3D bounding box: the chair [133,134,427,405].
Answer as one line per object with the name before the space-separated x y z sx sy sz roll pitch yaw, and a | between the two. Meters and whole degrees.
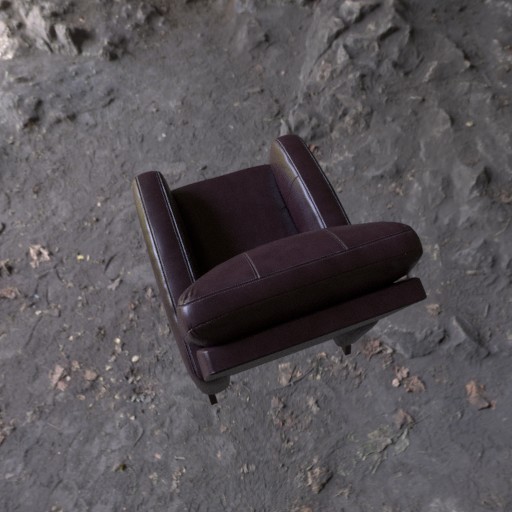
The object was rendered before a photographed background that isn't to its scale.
chair | 0.000 0.000 1.673 0.762 0.990 0.990 -17 61 -10
